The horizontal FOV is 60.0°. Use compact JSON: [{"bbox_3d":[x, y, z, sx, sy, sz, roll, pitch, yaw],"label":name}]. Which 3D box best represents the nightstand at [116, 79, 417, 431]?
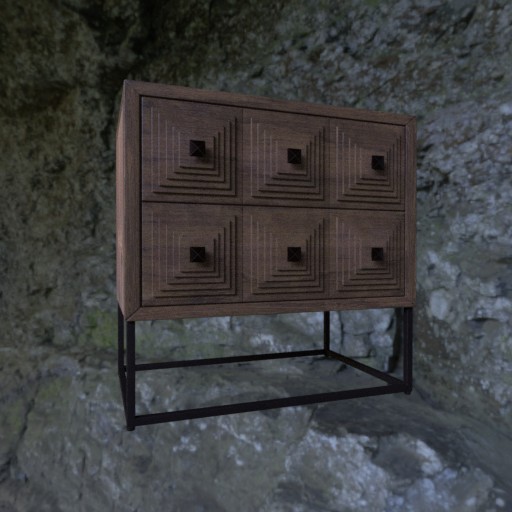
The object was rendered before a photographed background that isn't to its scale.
[{"bbox_3d":[0.000,0.000,1.036,0.610,0.610,0.437,0,1,-20],"label":"nightstand"}]
